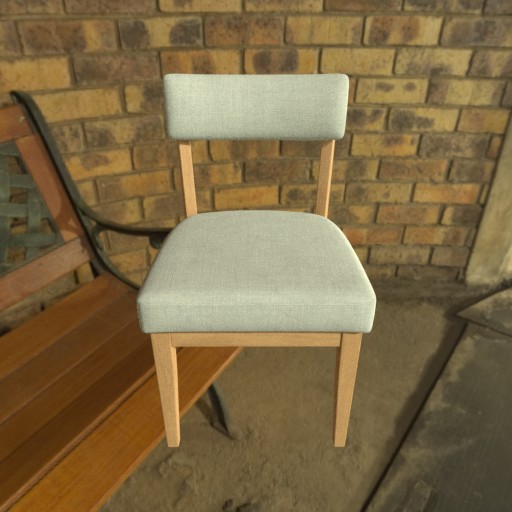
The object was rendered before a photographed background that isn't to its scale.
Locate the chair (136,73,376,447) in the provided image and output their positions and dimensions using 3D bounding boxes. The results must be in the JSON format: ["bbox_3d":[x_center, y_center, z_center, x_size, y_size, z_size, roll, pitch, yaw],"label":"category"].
[{"bbox_3d":[0.000,0.000,1.169,0.508,0.832,0.572,0,31,0],"label":"chair"}]
